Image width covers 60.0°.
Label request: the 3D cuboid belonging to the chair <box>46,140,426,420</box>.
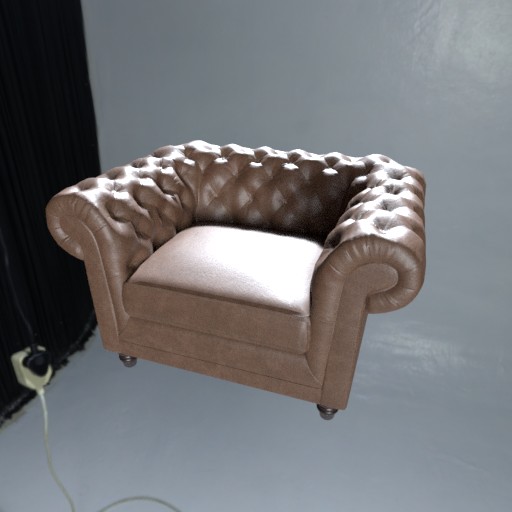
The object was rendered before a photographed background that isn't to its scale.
[{"bbox_3d":[0.000,0.000,1.889,1.298,0.784,0.954,9,28,17],"label":"chair"}]
